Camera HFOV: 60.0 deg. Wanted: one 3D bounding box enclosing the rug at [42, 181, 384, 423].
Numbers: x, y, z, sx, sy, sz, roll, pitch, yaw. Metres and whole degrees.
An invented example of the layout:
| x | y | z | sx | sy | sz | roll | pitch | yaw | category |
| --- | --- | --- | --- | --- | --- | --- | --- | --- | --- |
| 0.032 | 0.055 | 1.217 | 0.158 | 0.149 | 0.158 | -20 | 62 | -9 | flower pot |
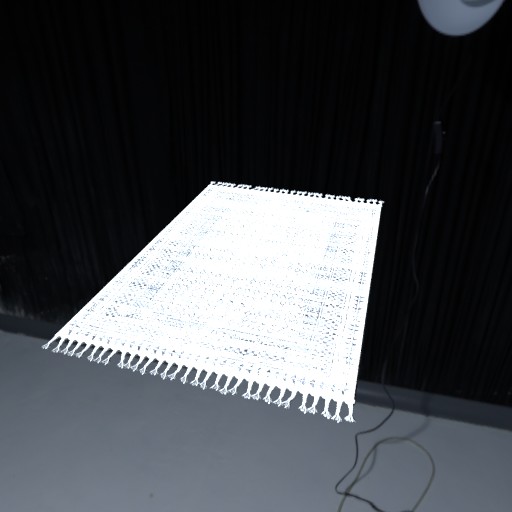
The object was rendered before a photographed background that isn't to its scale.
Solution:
| x | y | z | sx | sy | sz | roll | pitch | yaw | category |
| --- | --- | --- | --- | --- | --- | --- | --- | --- | --- |
| 0.000 | 0.000 | 2.366 | 1.243 | 0.013 | 1.872 | 9 | 32 | 14 | rug |
